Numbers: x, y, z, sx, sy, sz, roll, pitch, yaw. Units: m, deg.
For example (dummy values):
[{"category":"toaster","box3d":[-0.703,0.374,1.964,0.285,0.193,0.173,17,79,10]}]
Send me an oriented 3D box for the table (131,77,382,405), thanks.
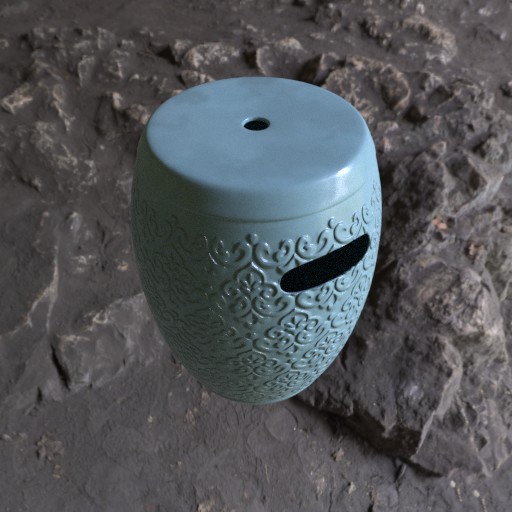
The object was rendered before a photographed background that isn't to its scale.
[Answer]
[{"category":"table","box3d":[0.000,0.000,0.601,0.309,0.397,0.309,0,45,0]}]
